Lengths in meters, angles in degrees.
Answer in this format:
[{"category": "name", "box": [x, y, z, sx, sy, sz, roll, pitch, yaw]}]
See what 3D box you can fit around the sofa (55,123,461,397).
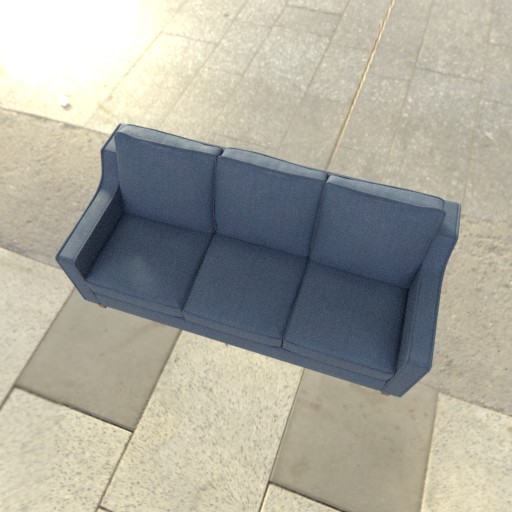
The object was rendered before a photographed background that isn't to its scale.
[{"category": "sofa", "box": [0.000, 0.000, 2.557, 1.986, 0.974, 0.911, 15, 60, 9]}]
